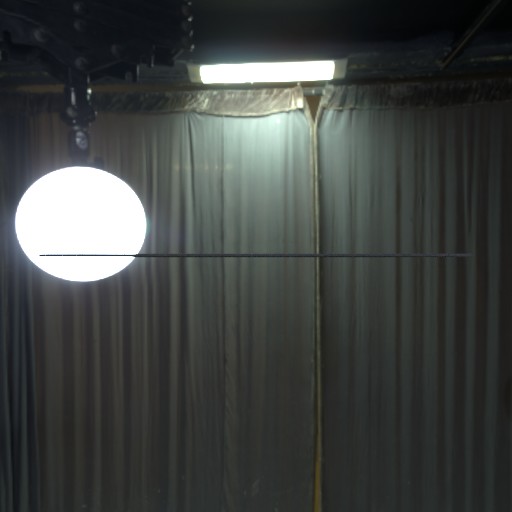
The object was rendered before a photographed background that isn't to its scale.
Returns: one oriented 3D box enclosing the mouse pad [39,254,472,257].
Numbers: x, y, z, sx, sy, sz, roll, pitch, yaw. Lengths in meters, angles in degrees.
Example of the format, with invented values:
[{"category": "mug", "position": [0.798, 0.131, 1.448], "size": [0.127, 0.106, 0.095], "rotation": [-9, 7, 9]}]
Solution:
[{"category": "mouse pad", "position": [0.000, 0.000, 0.438], "size": [0.315, 0.002, 0.269], "rotation": [0, 0, 0]}]
